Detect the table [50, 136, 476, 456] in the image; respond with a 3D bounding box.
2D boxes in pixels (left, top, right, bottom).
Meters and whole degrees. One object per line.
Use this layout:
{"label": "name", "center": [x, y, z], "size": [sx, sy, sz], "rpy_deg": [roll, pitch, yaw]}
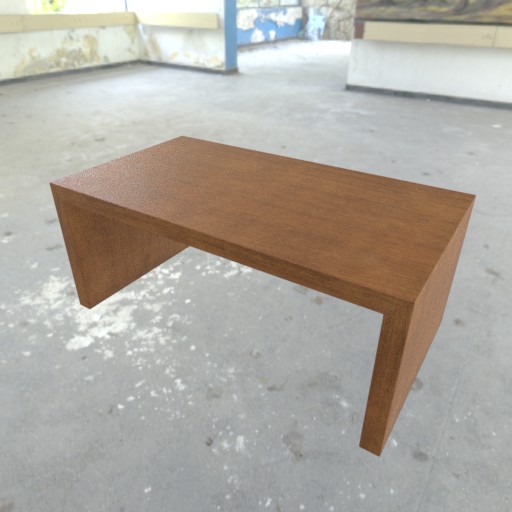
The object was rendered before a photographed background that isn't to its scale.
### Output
{"label": "table", "center": [0.000, 0.000, 1.288], "size": [1.000, 0.419, 0.549], "rpy_deg": [19, 36, 28]}
